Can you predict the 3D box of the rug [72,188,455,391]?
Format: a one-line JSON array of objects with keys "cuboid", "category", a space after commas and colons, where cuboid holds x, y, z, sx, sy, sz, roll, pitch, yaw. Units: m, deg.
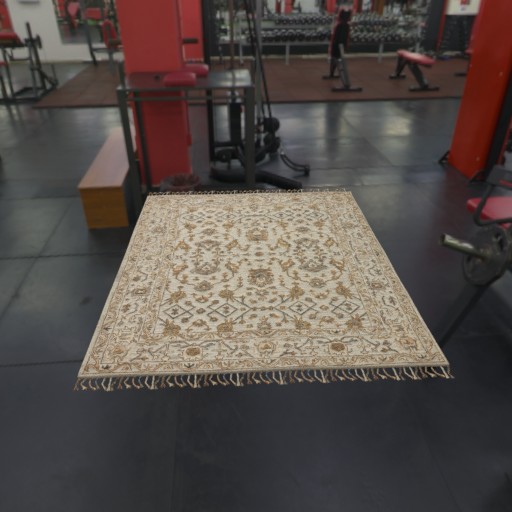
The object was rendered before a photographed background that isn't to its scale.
[{"cuboid": [0.000, 0.000, 4.063, 2.426, 0.034, 3.061, -1, 32, -2], "category": "rug"}]
